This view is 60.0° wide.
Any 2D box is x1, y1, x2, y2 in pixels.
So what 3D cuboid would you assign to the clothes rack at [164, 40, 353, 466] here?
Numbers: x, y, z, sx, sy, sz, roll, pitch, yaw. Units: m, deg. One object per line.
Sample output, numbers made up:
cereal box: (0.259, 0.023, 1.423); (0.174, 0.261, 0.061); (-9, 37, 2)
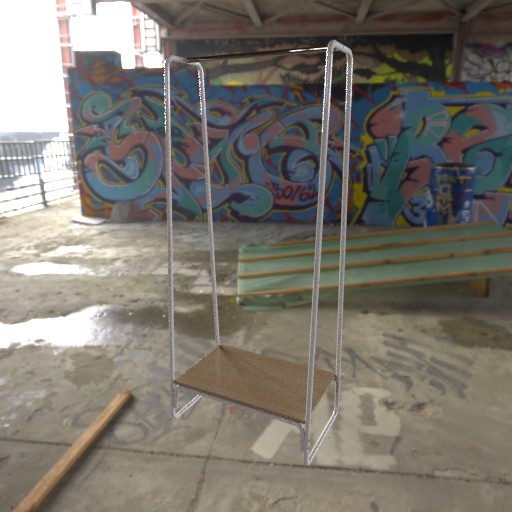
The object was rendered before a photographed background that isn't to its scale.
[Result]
clothes rack: (0.000, 0.000, 1.770); (0.640, 1.500, 0.400); (8, 18, 26)
